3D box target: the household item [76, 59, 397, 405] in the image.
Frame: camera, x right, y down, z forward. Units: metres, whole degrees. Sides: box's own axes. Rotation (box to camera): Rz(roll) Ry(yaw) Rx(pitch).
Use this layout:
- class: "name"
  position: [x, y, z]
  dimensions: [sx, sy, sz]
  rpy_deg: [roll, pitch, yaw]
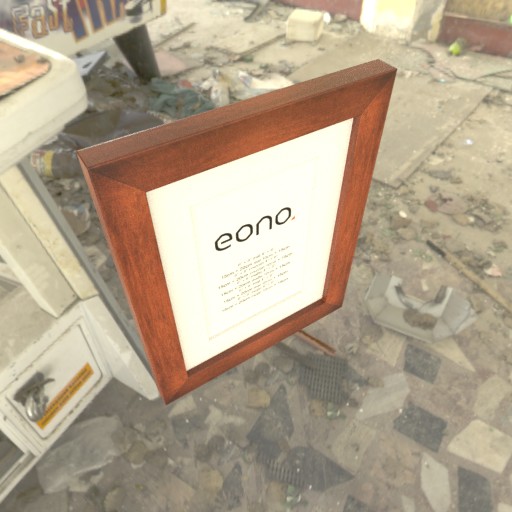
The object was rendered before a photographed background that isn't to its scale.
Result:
- class: "household item"
  position: [0.000, 0.000, 0.341]
  dimensions: [0.200, 0.250, 0.020]
  rpy_deg: [-25, 51, -22]
